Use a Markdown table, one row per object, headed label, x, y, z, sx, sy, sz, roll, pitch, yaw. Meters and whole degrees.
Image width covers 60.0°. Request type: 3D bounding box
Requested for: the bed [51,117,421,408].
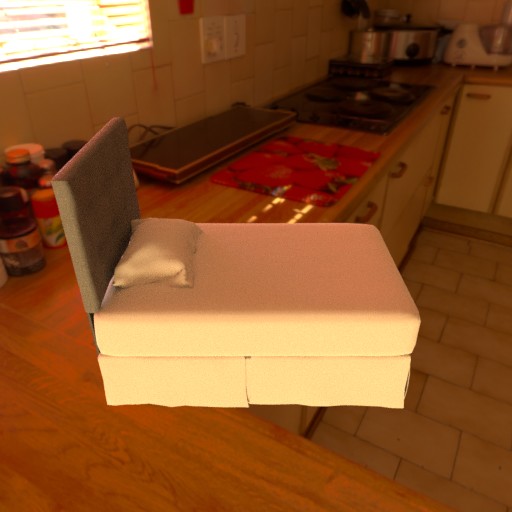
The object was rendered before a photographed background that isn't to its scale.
| label | x | y | z | sx | sy | sz | roll | pitch | yaw |
| --- | --- | --- | --- | --- | --- | --- | --- | --- | --- |
| bed | 0.000 | 0.000 | 2.997 | 1.997 | 1.571 | 1.261 | 0 | 32 | 0 |
